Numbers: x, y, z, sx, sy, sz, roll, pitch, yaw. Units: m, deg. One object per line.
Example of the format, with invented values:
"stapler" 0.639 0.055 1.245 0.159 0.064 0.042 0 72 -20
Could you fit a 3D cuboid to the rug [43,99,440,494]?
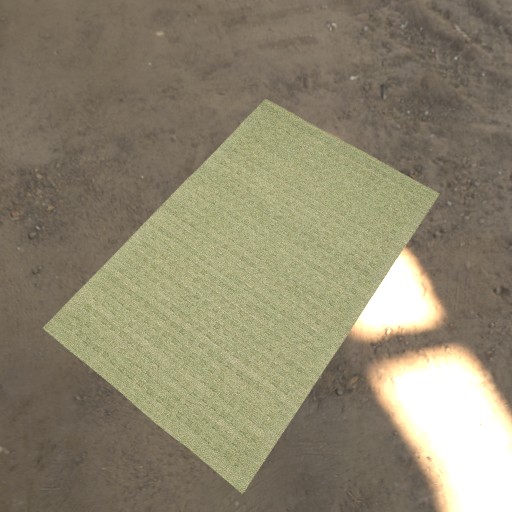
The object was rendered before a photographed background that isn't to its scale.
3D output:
"rug" 0.000 0.000 2.190 1.143 0.006 1.747 33 69 15
